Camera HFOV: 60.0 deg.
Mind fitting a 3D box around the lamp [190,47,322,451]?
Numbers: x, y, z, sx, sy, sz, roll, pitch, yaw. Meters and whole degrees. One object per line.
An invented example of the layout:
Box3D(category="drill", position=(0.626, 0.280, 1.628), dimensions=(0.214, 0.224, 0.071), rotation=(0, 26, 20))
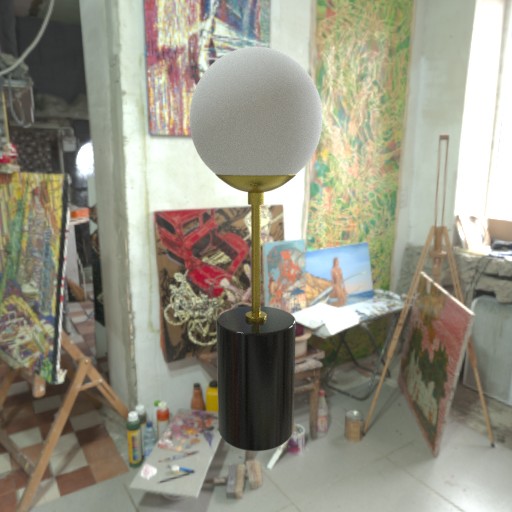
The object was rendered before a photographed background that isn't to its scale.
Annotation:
Box3D(category="lamp", position=(0.000, 0.000, 0.553), dimensions=(0.153, 0.480, 0.153), rotation=(0, 13, 0))
